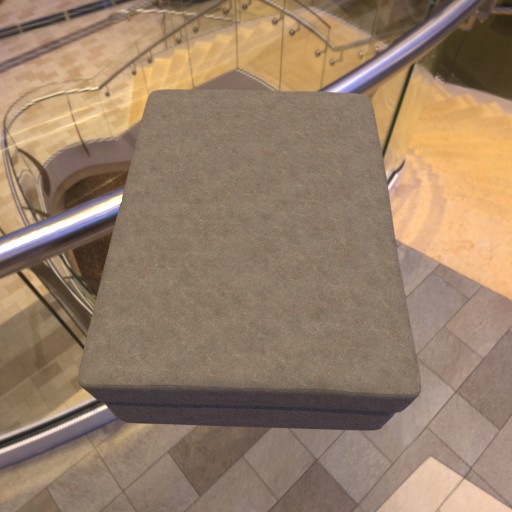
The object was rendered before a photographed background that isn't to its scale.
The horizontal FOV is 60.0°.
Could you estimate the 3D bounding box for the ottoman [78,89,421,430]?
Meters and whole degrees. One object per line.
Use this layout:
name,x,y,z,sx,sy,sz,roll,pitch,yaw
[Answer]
ottoman,0.000,0.000,1.178,0.639,0.464,0.839,1,57,1
